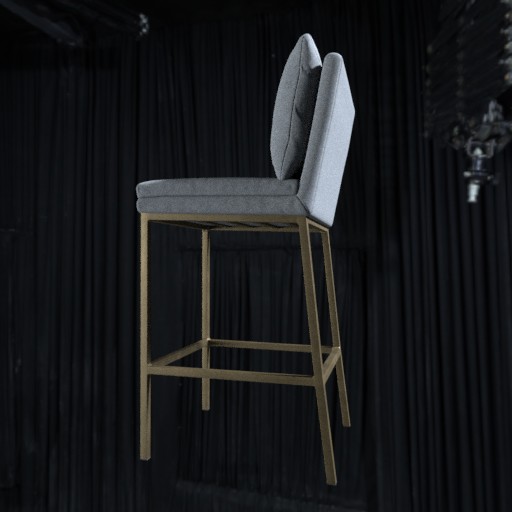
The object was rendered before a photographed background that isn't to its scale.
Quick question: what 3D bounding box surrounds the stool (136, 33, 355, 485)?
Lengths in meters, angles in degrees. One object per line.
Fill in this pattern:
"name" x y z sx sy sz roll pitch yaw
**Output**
"stool" 0.000 0.000 1.368 0.569 1.130 0.463 0 -1 17
